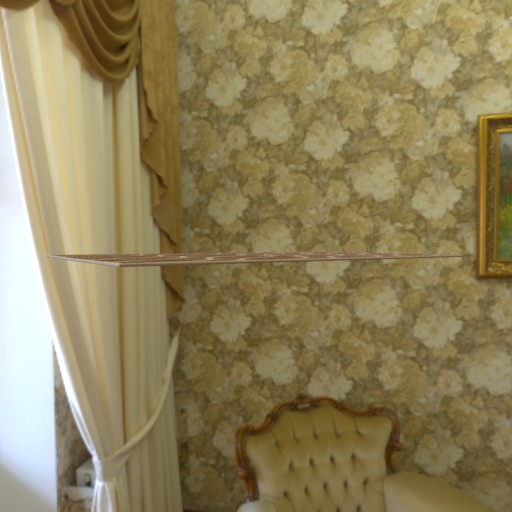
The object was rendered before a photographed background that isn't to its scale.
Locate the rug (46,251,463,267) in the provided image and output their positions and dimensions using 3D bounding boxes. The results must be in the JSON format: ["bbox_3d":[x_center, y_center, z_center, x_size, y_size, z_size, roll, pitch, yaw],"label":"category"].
[{"bbox_3d":[0.000,0.000,2.896,2.294,0.014,1.528,-1,2,-35],"label":"rug"}]
